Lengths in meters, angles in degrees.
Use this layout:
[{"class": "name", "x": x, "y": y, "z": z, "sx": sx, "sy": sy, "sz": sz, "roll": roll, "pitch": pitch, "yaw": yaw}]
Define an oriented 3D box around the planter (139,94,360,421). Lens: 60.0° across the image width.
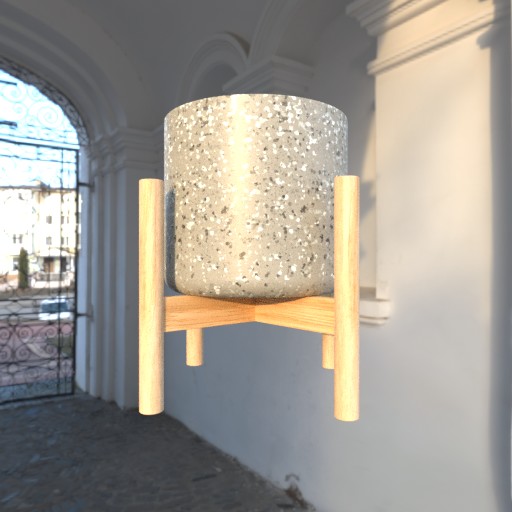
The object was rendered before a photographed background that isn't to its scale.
[{"class": "planter", "x": 0.000, "y": 0.000, "z": 0.548, "sx": 0.284, "sy": 0.320, "sz": 0.284, "roll": 0, "pitch": 0, "yaw": -17}]
